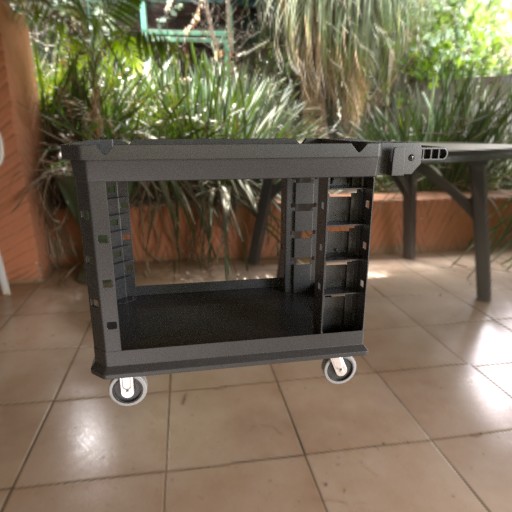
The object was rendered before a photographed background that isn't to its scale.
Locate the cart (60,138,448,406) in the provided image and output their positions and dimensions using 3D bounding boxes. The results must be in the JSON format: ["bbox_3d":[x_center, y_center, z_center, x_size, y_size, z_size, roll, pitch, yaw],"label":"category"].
[{"bbox_3d":[0.000,0.000,1.755,1.239,0.884,0.674,-3,16,-10],"label":"cart"}]
